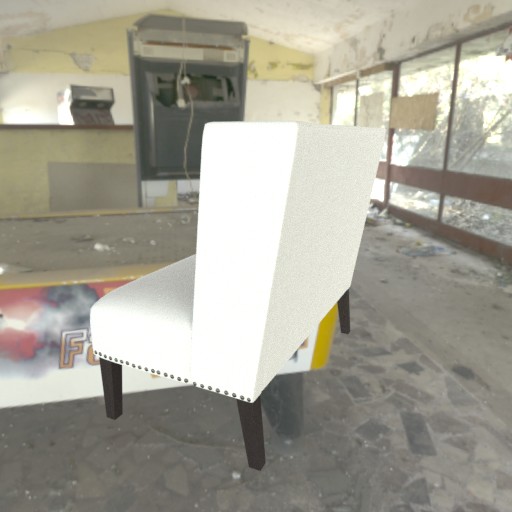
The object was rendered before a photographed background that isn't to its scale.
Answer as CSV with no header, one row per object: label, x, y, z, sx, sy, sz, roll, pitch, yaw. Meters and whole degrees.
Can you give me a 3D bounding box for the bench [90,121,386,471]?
bench,0.000,0.000,1.994,0.847,1.123,1.280,7,17,25
